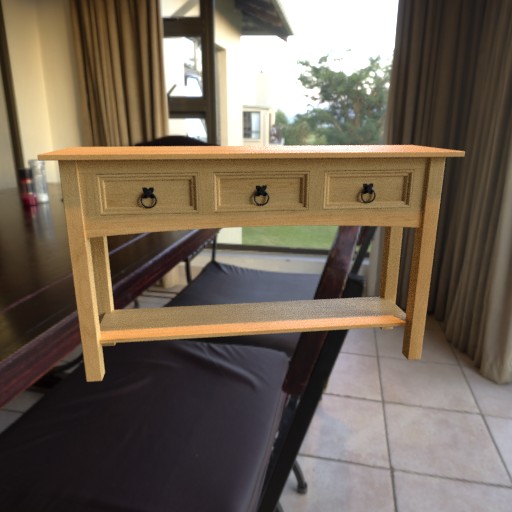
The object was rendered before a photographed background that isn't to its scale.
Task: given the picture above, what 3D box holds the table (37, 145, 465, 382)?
[{"bbox_3d":[0.000,0.000,1.549,1.240,0.730,0.350,-2,17,-7],"label":"table"}]
